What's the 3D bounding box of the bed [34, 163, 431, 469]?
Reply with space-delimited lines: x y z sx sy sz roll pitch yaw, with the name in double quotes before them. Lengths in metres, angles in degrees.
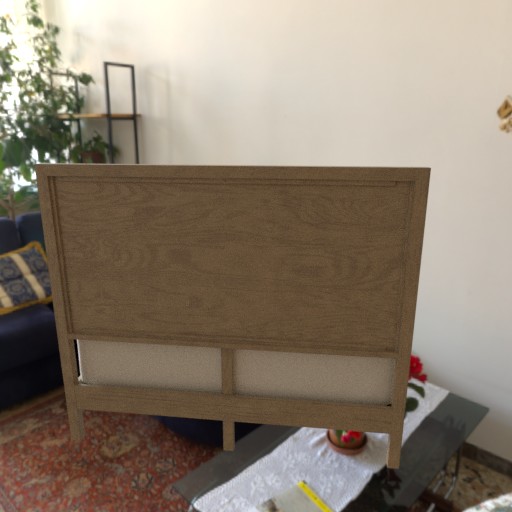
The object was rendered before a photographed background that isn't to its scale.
"bed" 0.000 0.000 3.002 1.606 1.369 2.189 2 16 7
